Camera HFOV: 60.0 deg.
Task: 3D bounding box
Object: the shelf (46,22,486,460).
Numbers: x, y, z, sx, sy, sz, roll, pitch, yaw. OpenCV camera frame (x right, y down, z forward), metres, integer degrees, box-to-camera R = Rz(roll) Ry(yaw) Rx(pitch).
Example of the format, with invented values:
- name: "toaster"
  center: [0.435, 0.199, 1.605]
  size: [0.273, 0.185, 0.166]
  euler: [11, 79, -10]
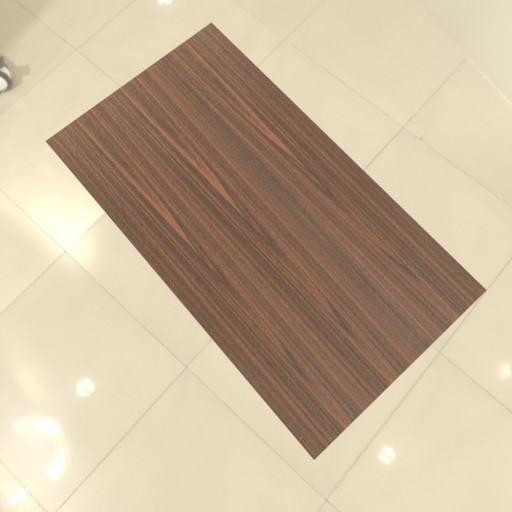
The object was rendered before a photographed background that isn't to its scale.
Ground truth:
- name: "shelf"
  center: [0.000, 0.000, 1.337]
  size: [0.498, 0.750, 0.902]
  euler: [-40, 79, -10]
